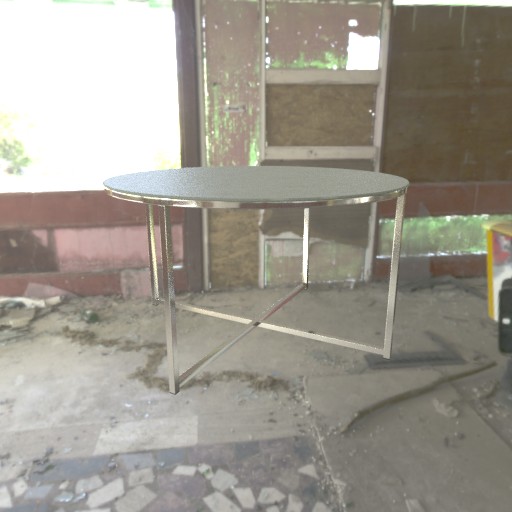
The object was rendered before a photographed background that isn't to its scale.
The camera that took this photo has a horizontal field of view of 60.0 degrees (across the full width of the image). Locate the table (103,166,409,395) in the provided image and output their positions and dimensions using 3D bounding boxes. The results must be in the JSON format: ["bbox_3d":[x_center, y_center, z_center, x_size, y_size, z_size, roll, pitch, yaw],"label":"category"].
[{"bbox_3d":[0.000,0.000,1.278,0.800,0.450,0.800,0,16,0],"label":"table"}]
